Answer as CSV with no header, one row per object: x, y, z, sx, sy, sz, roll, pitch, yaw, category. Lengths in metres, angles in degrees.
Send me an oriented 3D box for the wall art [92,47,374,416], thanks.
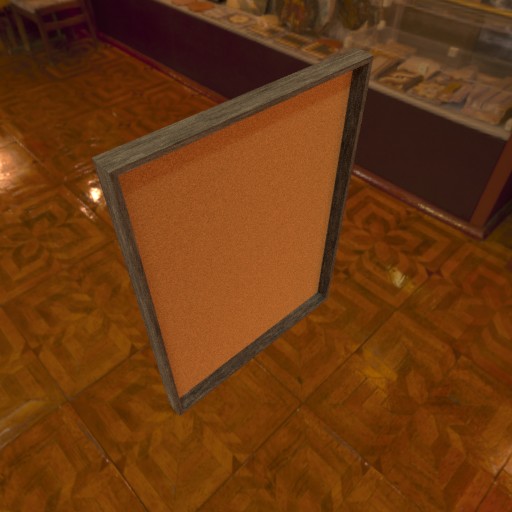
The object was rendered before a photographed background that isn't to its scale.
0.000,0.000,1.349,0.762,1.016,0.063,-33,55,-27,wall art
